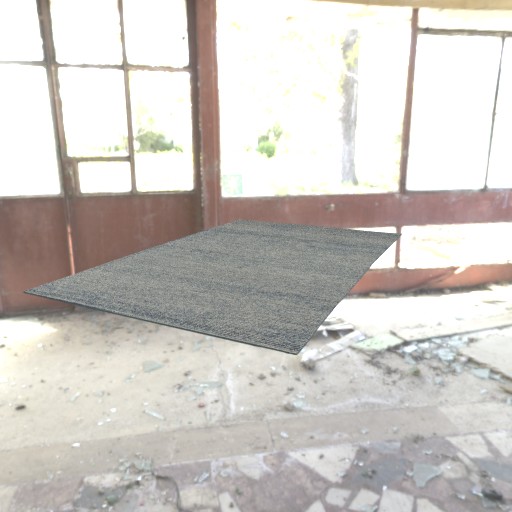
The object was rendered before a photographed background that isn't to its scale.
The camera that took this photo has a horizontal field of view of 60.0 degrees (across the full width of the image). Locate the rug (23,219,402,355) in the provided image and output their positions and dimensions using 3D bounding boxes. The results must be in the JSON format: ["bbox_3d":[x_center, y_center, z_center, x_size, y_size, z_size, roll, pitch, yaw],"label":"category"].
[{"bbox_3d":[0.000,0.000,2.237,1.145,0.021,1.777,7,17,26],"label":"rug"}]
